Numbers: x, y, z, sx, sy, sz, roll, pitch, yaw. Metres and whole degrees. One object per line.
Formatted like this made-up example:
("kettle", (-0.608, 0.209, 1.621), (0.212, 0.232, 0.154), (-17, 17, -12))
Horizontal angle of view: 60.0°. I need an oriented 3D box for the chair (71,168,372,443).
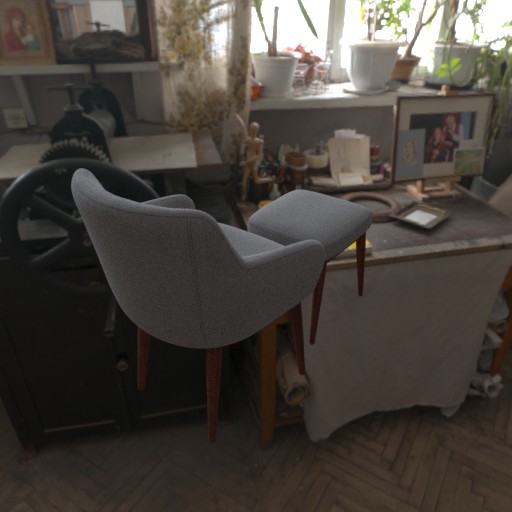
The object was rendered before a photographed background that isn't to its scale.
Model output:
("chair", (0.000, 0.000, 1.533), (0.584, 0.799, 1.107), (22, 37, 32))
